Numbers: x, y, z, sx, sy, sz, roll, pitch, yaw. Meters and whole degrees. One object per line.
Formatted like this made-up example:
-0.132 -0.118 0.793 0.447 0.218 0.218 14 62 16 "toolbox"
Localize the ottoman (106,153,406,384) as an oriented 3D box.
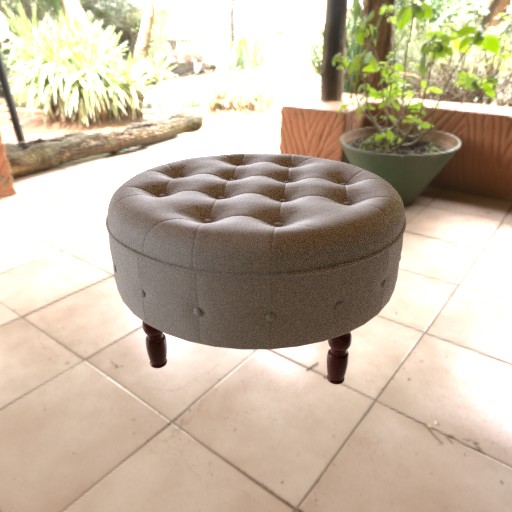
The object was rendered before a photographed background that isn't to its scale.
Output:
0.000 0.000 1.380 0.849 0.478 0.849 0 26 0 "ottoman"
